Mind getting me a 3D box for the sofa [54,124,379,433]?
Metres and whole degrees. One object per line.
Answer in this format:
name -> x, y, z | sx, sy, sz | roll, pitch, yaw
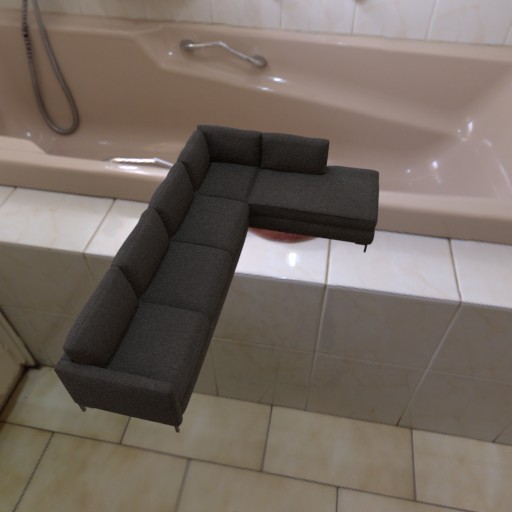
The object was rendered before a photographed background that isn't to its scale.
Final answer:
sofa -> 0.000, 0.000, 3.779 | 2.007, 0.815, 2.949 | 9, 47, 9
